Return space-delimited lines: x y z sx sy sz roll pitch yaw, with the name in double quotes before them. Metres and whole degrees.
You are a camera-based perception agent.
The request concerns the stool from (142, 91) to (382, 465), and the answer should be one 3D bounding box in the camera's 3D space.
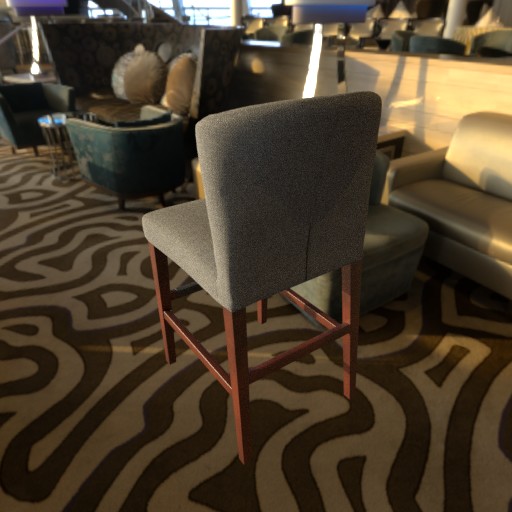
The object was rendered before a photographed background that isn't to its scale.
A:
"stool" 0.000 0.000 1.298 0.479 0.968 0.568 -19 34 -30
